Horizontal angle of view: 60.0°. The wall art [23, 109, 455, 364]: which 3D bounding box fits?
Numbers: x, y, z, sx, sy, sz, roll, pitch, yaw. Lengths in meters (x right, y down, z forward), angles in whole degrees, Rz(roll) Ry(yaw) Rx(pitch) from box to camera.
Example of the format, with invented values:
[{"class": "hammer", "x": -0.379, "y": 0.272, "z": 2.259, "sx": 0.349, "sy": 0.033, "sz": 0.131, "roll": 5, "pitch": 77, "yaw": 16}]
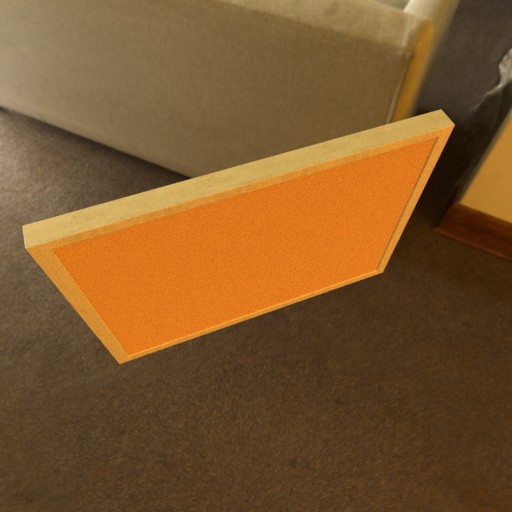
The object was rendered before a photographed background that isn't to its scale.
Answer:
[{"class": "wall art", "x": 0.000, "y": 0.000, "z": 0.686, "sx": 0.532, "sy": 0.380, "sz": 0.032, "roll": -18, "pitch": 60, "yaw": -11}]
